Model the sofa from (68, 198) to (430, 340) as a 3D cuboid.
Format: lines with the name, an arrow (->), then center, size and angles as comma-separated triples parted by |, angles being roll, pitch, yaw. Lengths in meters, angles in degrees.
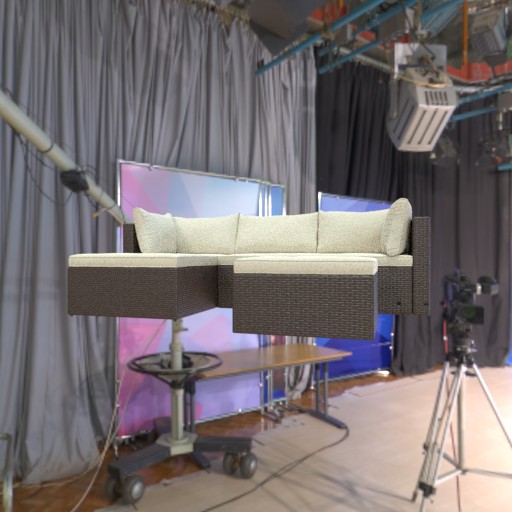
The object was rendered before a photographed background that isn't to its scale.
sofa -> 0.000, 0.000, 2.963 | 2.192, 0.766, 1.612 | 0, 0, 17
